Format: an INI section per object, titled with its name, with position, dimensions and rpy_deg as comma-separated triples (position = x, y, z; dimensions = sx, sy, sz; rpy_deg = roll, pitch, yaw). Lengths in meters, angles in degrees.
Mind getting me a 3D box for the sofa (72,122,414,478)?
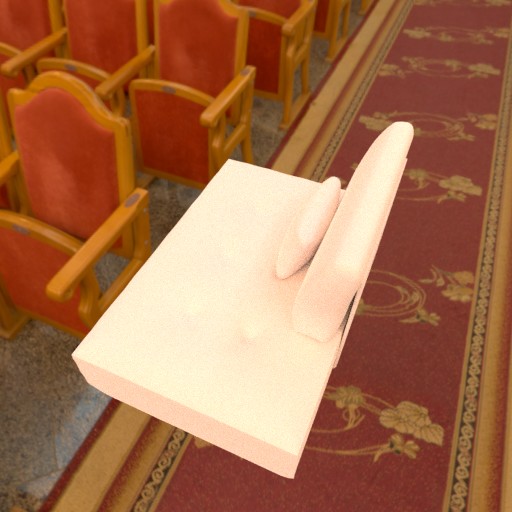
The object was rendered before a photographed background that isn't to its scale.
[sofa]
position = 0.000, 0.000, 2.029
dimensions = 1.000, 0.820, 1.450
rpy_deg = 18, 51, 16
